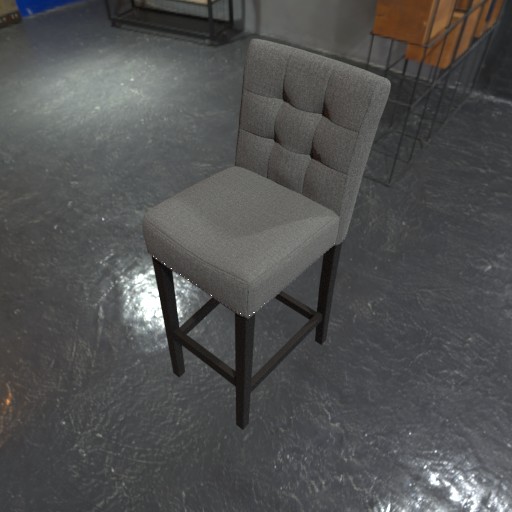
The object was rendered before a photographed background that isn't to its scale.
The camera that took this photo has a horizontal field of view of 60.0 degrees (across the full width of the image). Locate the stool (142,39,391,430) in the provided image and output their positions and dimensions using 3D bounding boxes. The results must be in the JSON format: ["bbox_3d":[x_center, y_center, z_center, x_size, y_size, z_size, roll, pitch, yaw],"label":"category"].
[{"bbox_3d":[0.000,0.000,1.346,0.411,1.047,0.548,30,53,26],"label":"stool"}]
